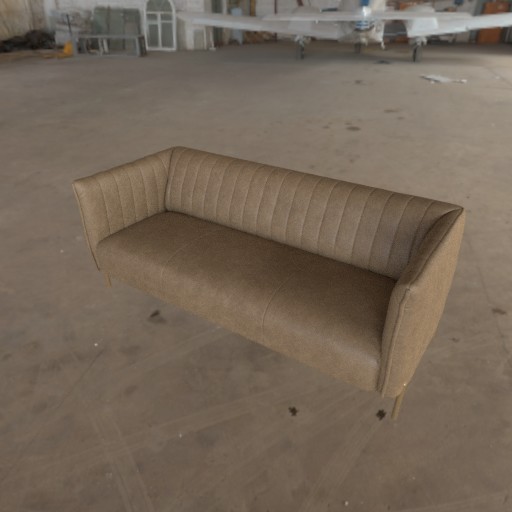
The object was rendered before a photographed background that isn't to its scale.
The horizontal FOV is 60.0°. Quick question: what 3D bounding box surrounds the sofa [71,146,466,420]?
[{"bbox_3d":[0.000,0.000,2.490,1.980,0.779,0.876,19,35,29],"label":"sofa"}]
